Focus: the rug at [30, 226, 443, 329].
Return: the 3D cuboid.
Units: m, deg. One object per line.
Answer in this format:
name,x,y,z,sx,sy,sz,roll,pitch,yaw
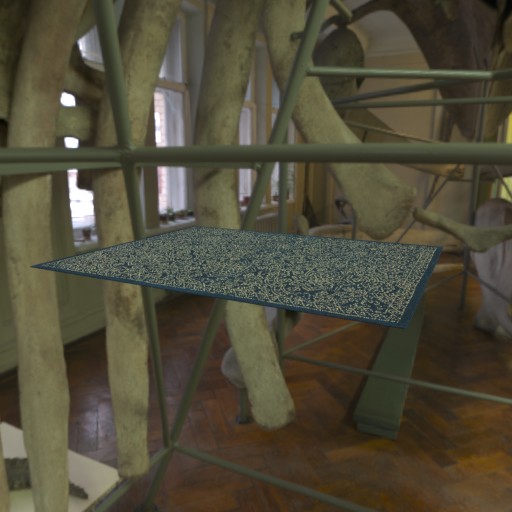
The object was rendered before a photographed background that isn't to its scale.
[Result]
rug,0.000,0.000,4.119,3.048,0.010,2.438,6,14,26
